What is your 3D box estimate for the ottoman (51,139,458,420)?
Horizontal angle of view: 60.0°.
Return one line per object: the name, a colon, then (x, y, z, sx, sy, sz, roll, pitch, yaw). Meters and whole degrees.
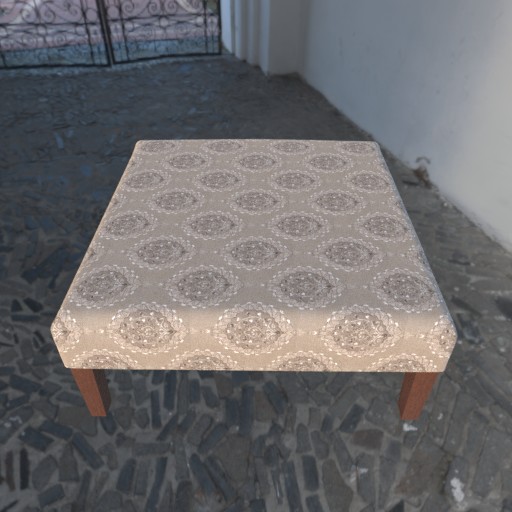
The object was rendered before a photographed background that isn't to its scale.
ottoman: (0.000, 0.000, 1.382, 0.890, 0.411, 0.889, 0, 41, 1)
